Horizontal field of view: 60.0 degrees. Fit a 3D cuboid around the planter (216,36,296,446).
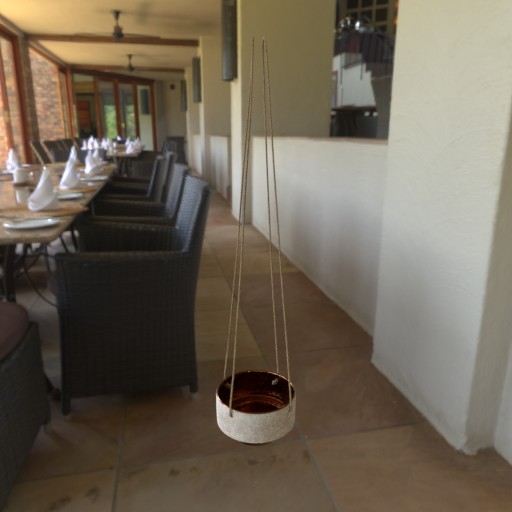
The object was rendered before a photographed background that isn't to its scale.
[{"bbox_3d":[0.000,0.000,1.140,0.223,1.030,0.223,-2,16,-9],"label":"planter"}]
